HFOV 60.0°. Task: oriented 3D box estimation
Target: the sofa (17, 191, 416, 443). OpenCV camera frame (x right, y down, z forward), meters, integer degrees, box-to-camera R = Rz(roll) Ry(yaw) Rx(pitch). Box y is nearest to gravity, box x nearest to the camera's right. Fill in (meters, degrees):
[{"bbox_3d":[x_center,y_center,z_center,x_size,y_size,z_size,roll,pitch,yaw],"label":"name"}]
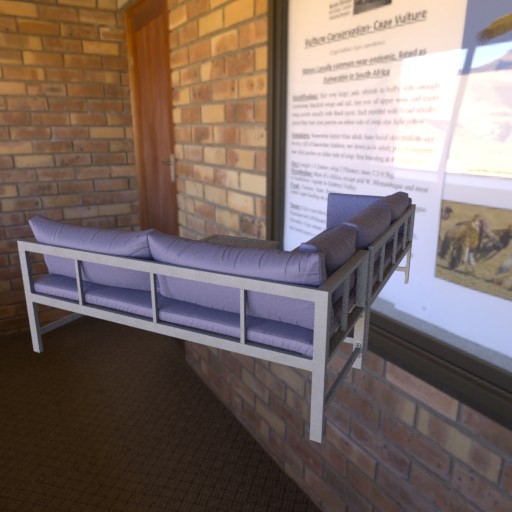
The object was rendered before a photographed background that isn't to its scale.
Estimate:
[{"bbox_3d":[0.000,0.000,2.898,1.658,0.762,2.149,8,18,26],"label":"sofa"}]
